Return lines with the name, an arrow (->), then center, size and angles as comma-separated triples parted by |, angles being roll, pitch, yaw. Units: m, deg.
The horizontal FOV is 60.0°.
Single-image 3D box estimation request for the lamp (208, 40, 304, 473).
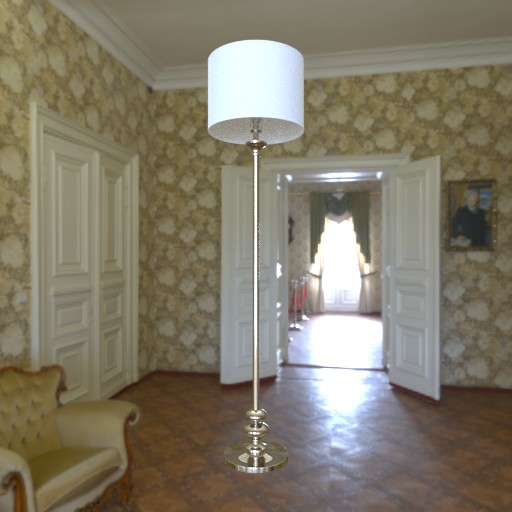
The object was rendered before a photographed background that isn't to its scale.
lamp -> 0.000, 0.000, 1.644 | 0.356, 1.487, 0.356 | 0, -1, -35
